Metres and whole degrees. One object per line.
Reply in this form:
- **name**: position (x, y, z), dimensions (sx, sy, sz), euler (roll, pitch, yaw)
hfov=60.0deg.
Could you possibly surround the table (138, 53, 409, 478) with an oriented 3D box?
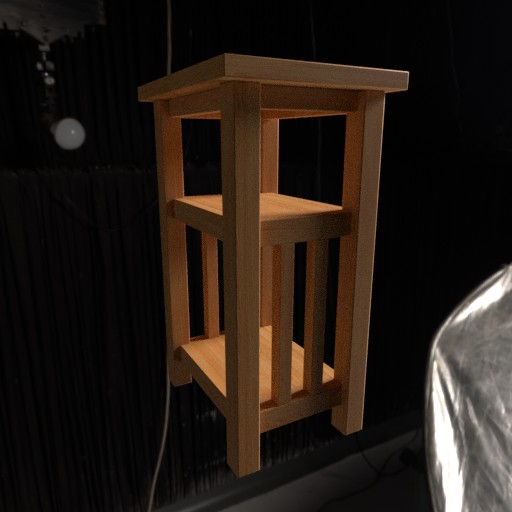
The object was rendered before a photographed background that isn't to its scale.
- **table**: position (0.000, 0.000, 0.741), dimensions (0.270, 0.550, 0.350), euler (-8, 17, -28)
